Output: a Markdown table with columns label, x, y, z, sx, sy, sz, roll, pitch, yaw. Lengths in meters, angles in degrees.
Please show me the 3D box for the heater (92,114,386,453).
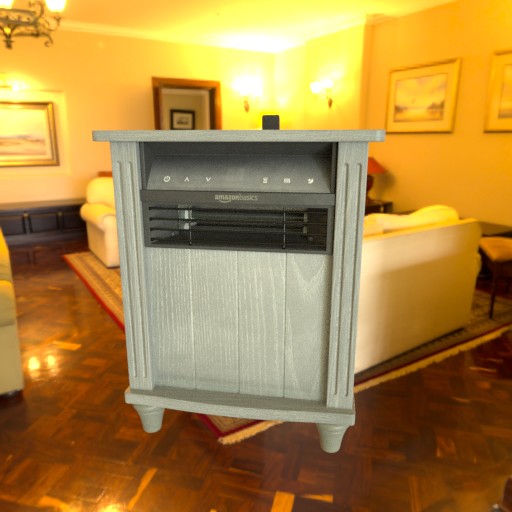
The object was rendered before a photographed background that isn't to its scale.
| label | x | y | z | sx | sy | sz | roll | pitch | yaw |
| --- | --- | --- | --- | --- | --- | --- | --- | --- | --- |
| heater | 0.000 | 0.000 | 0.763 | 0.362 | 0.481 | 0.400 | 2 | 15 | 9 |
